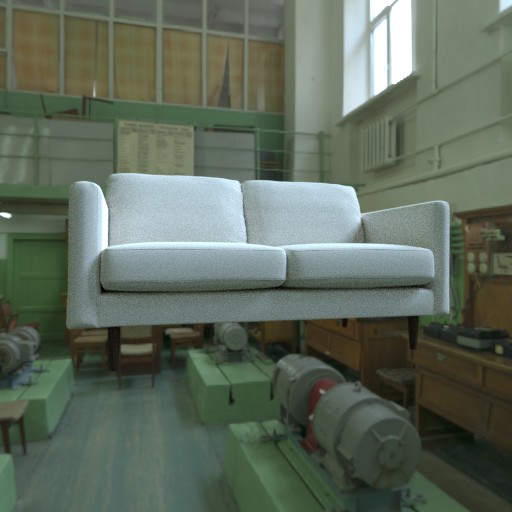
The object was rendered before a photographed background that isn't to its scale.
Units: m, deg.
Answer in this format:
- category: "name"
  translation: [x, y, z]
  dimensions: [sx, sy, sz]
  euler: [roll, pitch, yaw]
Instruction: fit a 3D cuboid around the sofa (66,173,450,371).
- category: "sofa"
  translation: [0.000, 0.000, 2.271]
  dimensions: [1.713, 0.893, 0.940]
  euler: [0, 0, -17]
